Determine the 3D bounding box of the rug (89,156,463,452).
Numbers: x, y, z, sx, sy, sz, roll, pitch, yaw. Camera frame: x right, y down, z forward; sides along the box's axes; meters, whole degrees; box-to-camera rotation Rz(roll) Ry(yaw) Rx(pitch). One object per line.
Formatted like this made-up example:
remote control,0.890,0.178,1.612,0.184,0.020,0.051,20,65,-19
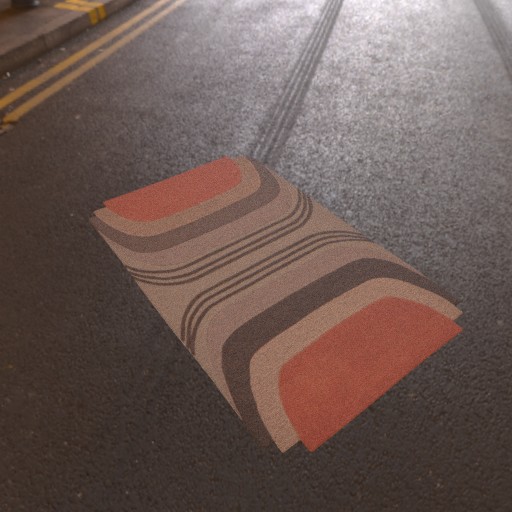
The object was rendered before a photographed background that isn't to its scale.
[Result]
rug,0.000,0.000,3.027,1.530,0.017,2.446,-27,49,-26
